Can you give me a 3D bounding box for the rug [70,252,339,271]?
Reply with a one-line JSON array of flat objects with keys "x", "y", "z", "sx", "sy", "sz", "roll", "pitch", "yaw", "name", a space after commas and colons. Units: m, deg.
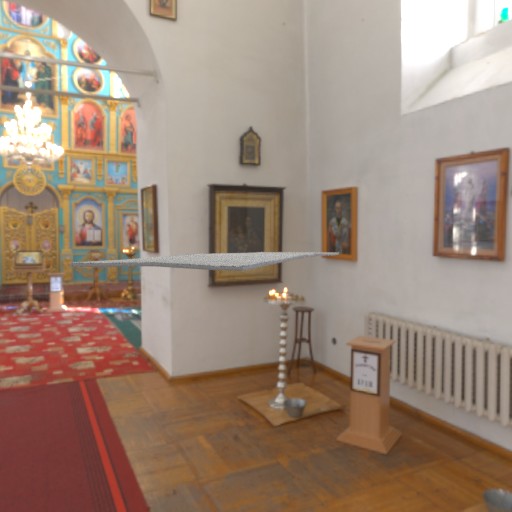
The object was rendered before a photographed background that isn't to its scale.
[{"x": 0.000, "y": 0.000, "z": 2.641, "sx": 0.675, "sy": 0.037, "sz": 2.341, "roll": 0, "pitch": 2, "yaw": 18, "name": "rug"}]
